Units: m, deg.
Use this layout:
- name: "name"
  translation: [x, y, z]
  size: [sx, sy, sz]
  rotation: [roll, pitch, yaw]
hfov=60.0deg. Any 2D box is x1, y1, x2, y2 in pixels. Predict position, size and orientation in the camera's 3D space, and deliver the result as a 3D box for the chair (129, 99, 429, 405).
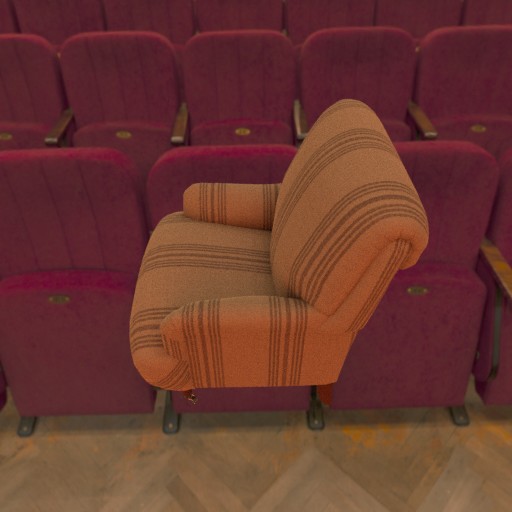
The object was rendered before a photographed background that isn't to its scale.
- name: "chair"
  translation: [0.000, 0.000, 1.624]
  size: [0.914, 0.940, 0.813]
  rotation: [-1, 42, -1]
